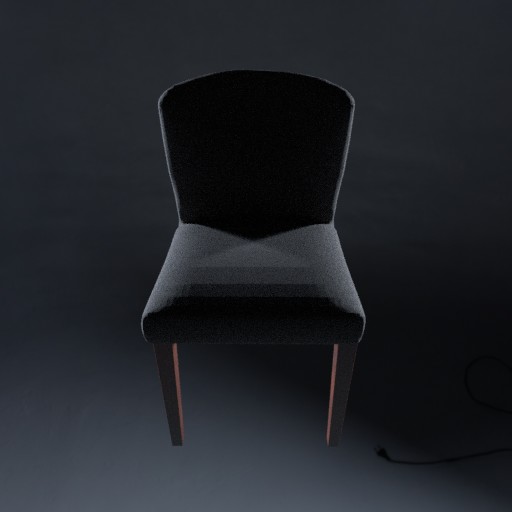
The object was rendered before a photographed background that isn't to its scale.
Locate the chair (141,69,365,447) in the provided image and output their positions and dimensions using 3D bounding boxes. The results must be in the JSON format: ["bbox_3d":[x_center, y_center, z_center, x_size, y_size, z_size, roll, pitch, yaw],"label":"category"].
[{"bbox_3d":[0.000,0.000,1.170,0.491,0.839,0.589,0,31,0],"label":"chair"}]
